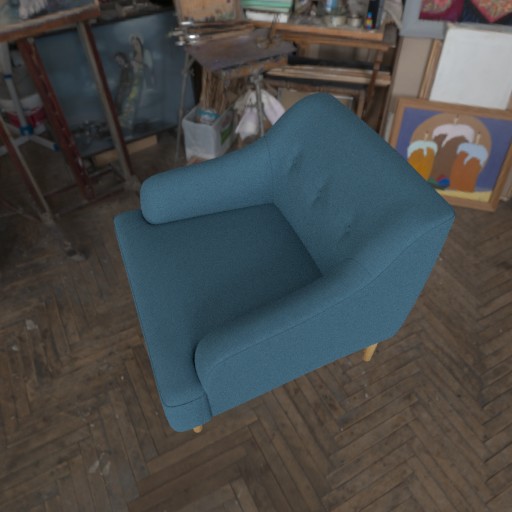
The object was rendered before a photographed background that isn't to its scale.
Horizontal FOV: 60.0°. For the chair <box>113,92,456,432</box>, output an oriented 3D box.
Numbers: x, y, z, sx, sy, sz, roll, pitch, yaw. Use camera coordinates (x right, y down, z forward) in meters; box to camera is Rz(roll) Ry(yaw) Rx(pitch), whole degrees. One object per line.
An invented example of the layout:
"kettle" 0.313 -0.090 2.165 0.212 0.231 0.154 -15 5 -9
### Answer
"chair" 0.000 0.000 1.682 0.951 0.818 0.946 -16 49 -15
